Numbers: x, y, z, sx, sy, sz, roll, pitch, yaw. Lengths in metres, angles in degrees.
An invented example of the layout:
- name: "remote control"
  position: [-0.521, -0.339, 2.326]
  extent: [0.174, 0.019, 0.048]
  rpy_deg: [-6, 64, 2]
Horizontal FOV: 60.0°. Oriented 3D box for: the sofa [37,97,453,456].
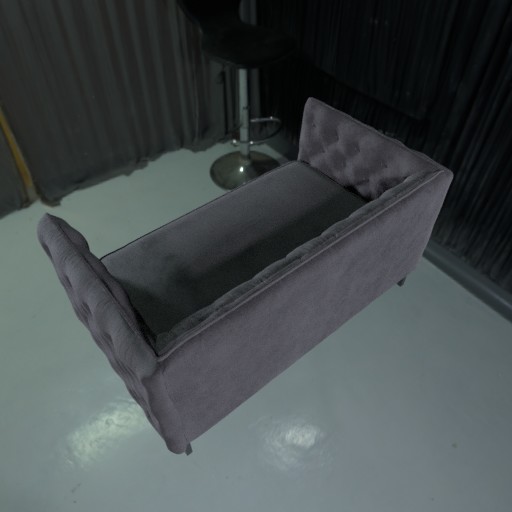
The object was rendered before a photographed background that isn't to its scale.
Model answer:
- name: "sofa"
  position: [0.000, 0.000, 2.104]
  extent: [1.583, 0.810, 0.909]
  rpy_deg: [-31, 54, -26]
